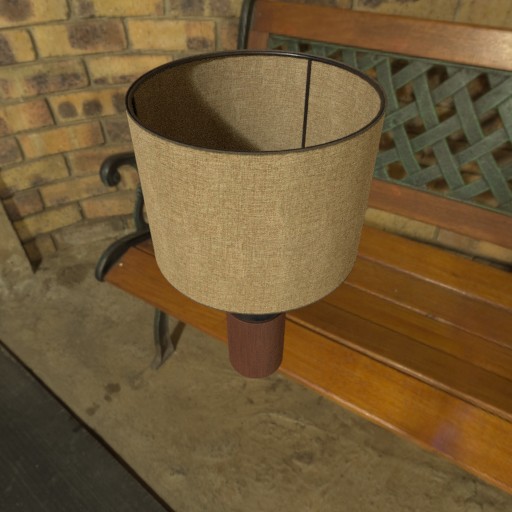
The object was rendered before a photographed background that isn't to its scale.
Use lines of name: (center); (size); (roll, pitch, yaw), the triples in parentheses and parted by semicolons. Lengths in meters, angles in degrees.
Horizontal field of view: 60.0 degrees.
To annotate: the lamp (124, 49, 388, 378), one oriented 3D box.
lamp: (0.000, 0.000, 0.464); (0.202, 0.350, 0.202); (0, 42, 0)
